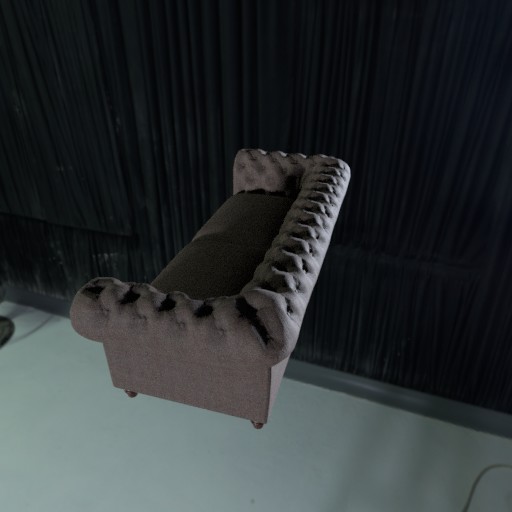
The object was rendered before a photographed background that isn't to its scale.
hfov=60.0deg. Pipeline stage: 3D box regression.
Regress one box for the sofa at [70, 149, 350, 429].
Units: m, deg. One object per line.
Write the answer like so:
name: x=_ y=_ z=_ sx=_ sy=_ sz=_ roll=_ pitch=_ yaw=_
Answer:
sofa: x=0.000 y=0.000 z=2.853 sx=0.944 sy=0.787 sz=2.385 roll=8 pitch=31 yaw=14
